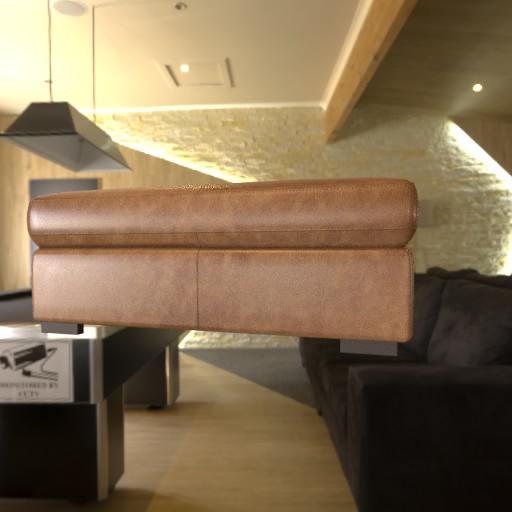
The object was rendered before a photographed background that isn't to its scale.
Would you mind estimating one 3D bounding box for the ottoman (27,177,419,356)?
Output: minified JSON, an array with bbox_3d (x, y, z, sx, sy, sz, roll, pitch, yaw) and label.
[{"bbox_3d":[0.000,0.000,1.777,1.168,0.483,1.169,0,1,17],"label":"ottoman"}]
